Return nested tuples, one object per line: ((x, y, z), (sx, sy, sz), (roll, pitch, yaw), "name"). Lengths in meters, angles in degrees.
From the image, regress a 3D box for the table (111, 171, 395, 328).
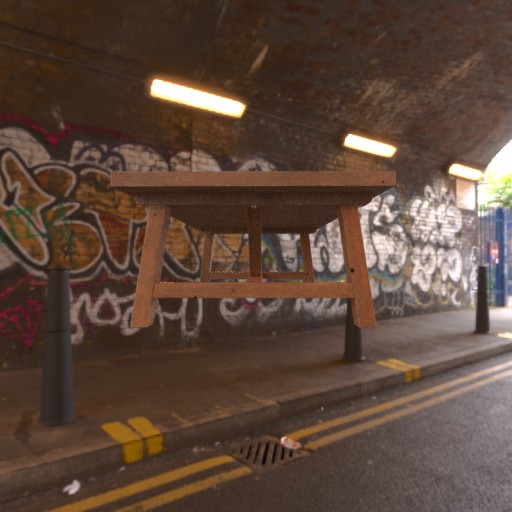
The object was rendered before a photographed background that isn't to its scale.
((0.000, 0.000, 2.173), (0.820, 0.465, 1.800), (0, -1, 1), "table")
